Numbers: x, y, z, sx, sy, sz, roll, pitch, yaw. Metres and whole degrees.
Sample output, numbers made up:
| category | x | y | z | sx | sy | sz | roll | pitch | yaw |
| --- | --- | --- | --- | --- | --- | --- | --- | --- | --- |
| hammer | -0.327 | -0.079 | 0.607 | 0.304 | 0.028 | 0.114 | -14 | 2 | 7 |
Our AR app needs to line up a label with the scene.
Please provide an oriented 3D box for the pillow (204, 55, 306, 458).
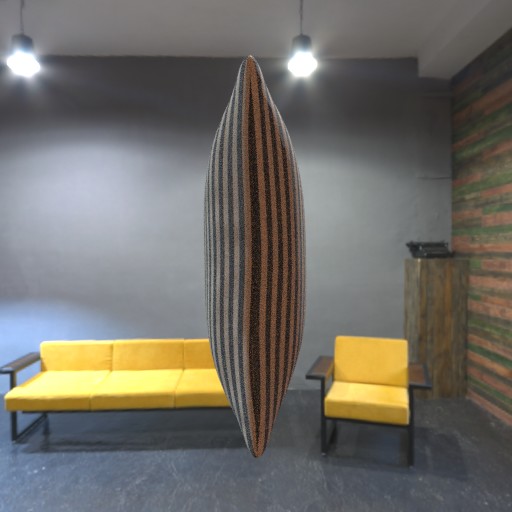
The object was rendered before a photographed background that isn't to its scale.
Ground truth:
| category | x | y | z | sx | sy | sz | roll | pitch | yaw |
| --- | --- | --- | --- | --- | --- | --- | --- | --- | --- |
| pillow | 0.000 | 0.000 | 0.807 | 0.166 | 0.510 | 0.523 | 0 | 1 | 1 |
